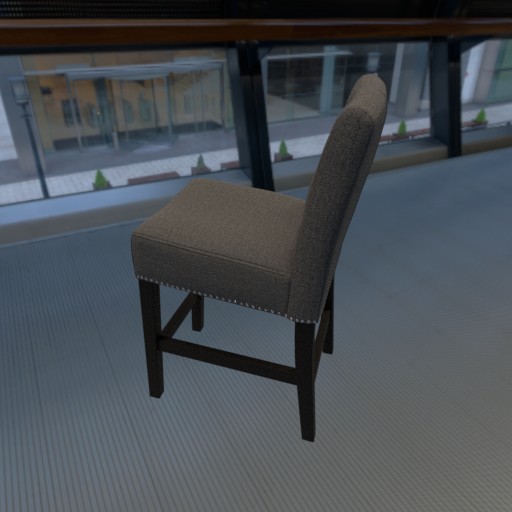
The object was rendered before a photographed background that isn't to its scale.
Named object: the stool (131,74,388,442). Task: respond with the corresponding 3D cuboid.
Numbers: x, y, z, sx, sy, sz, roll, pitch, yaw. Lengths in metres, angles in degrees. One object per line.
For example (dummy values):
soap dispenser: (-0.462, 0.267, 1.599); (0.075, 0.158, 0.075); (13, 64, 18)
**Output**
stool: (0.000, 0.000, 1.194); (0.571, 0.885, 0.427); (8, 31, 14)
